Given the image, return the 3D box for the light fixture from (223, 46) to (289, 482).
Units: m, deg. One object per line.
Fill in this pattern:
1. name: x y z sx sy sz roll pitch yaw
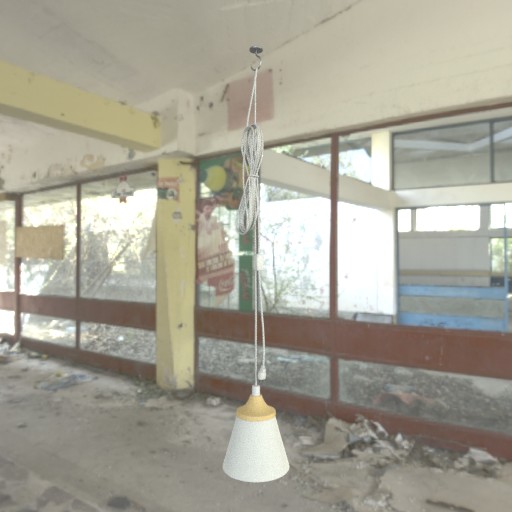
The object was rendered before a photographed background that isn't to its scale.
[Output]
1. light fixture: 0.000 0.000 1.027 0.153 0.966 0.153 0 -1 -19
